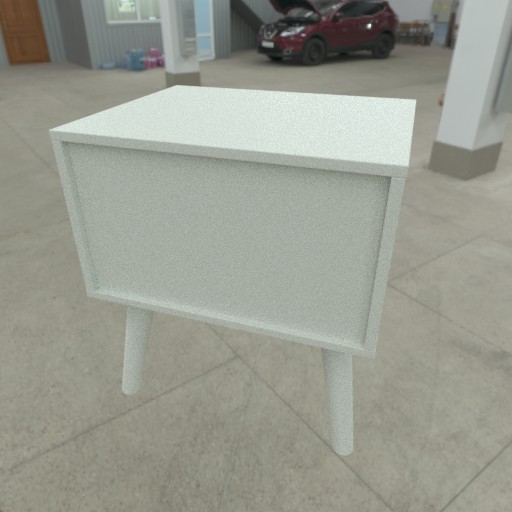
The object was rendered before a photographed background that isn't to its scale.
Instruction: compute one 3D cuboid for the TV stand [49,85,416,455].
[{"bbox_3d":[0.000,0.000,0.888,0.508,0.559,0.405,10,32,16],"label":"TV stand"}]
